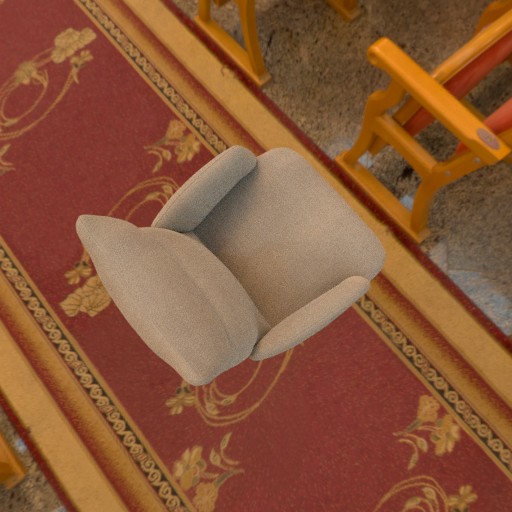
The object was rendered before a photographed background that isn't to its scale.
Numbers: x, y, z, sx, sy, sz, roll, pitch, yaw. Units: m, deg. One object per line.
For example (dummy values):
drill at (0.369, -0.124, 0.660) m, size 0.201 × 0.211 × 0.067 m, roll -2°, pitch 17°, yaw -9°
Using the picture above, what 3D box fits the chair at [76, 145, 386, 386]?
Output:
chair at (0.000, 0.000, 1.627) m, size 0.889 × 1.016 × 0.711 m, roll -38°, pitch 78°, yaw -10°
